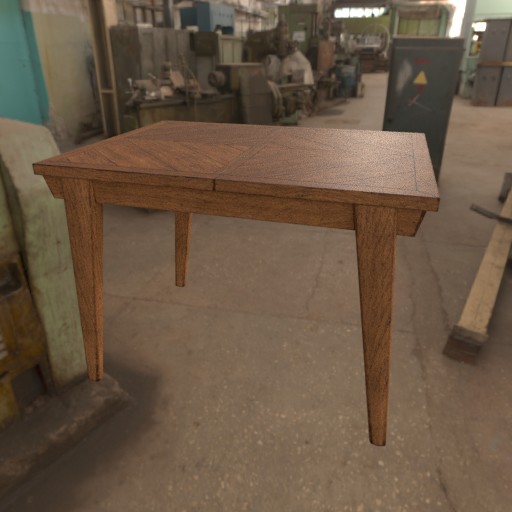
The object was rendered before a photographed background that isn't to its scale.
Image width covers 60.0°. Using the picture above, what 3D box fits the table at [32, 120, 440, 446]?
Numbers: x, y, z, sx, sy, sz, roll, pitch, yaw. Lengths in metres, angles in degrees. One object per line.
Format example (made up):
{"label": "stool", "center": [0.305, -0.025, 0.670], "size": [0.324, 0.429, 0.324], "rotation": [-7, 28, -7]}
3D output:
{"label": "table", "center": [0.000, 0.000, 1.547], "size": [1.027, 0.760, 0.757], "rotation": [7, 27, 15]}
